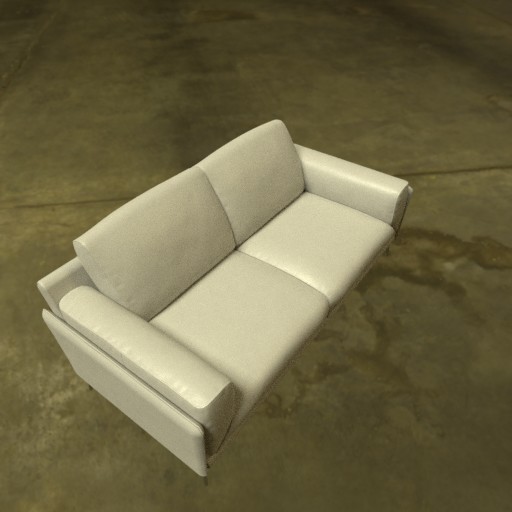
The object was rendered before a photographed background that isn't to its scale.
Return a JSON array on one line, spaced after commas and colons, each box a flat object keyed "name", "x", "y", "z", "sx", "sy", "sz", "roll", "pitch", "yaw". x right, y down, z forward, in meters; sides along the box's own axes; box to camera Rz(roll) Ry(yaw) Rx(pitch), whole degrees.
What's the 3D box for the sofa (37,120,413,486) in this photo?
[{"name": "sofa", "x": 0.000, "y": 0.000, "z": 2.576, "sx": 1.049, "sy": 0.930, "sz": 2.101, "roll": 26, "pitch": 48, "yaw": 27}]
